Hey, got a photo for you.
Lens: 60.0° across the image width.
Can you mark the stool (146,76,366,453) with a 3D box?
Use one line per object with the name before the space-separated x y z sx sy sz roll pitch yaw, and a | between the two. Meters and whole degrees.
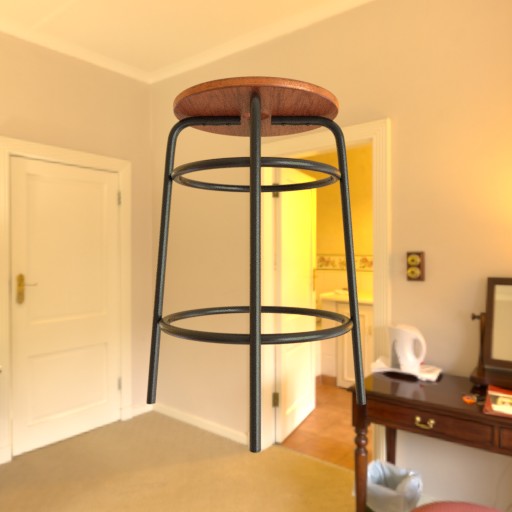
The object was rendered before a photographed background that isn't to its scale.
stool | 0.000 0.000 0.916 0.455 0.610 0.455 0 1 0
